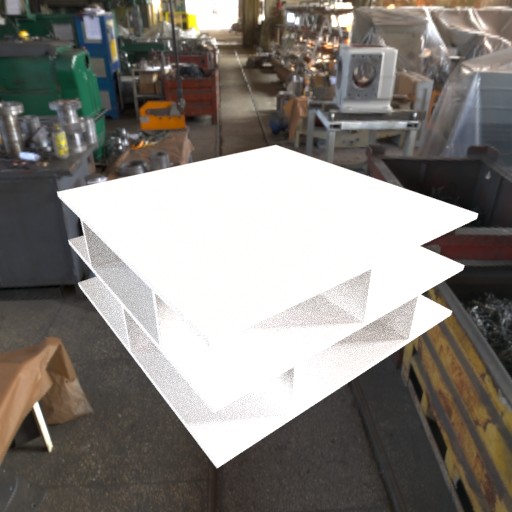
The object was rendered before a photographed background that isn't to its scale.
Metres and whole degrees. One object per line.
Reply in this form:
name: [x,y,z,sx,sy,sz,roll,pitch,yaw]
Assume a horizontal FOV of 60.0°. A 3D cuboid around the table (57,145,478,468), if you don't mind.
table: [0.000,0.000,1.106,0.700,0.289,0.700,-21,35,-32]
